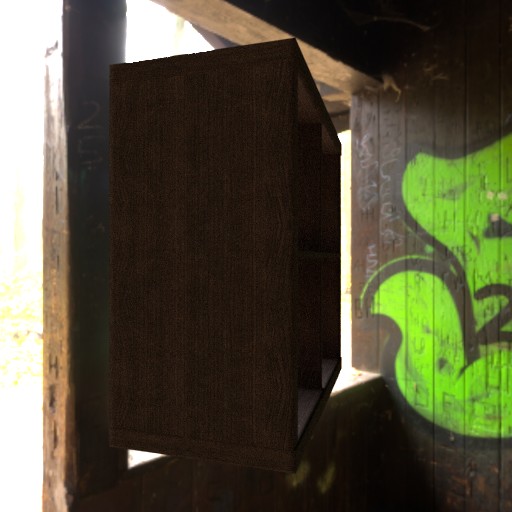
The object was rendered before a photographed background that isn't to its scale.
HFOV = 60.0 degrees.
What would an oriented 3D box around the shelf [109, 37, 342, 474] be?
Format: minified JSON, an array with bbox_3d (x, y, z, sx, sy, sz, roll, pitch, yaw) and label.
[{"bbox_3d":[0.000,0.000,1.233,0.390,0.786,0.790,0,0,17],"label":"shelf"}]
